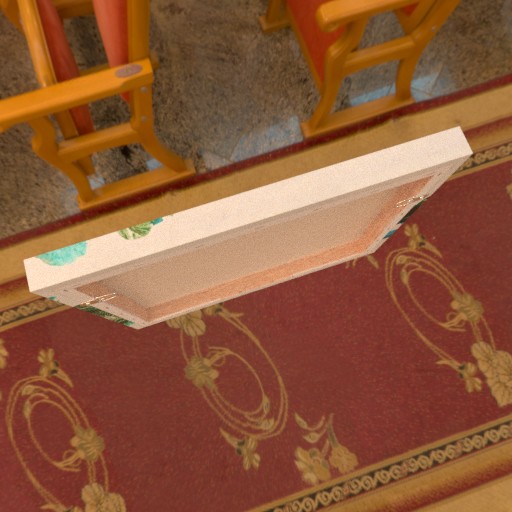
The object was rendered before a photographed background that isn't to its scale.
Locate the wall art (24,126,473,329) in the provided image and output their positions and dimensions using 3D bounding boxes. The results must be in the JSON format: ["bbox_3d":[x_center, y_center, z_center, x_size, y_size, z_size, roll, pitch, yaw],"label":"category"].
[{"bbox_3d":[0.000,0.000,0.696,0.507,0.435,0.041,-18,76,-4],"label":"wall art"}]
